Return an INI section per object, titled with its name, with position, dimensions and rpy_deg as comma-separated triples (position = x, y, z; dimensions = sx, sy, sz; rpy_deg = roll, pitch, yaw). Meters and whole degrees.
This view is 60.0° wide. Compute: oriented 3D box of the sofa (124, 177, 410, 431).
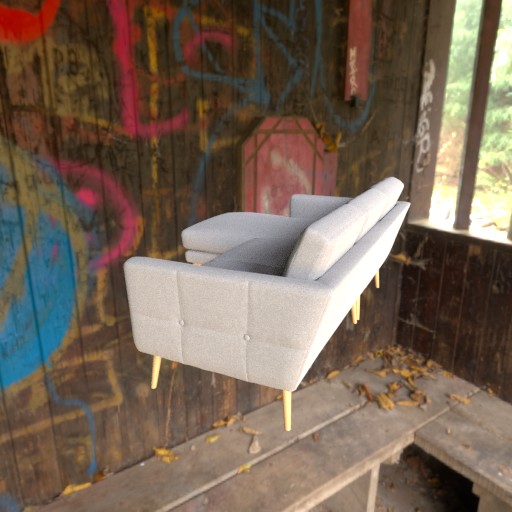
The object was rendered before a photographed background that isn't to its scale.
[sofa]
position = 0.000, 0.000, 2.741
dimensions = 1.530, 0.860, 2.040
rpy_deg = 8, 19, 25
